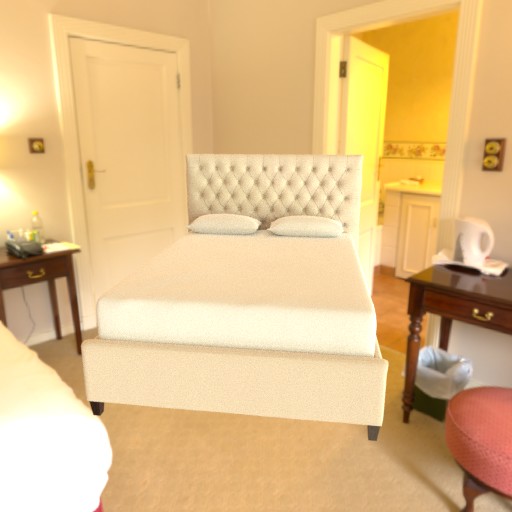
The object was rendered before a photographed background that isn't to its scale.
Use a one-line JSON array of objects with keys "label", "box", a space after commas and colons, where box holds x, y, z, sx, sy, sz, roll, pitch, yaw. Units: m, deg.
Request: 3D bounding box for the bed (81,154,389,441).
[{"label": "bed", "box": [0.000, 0.000, 3.348, 1.696, 1.426, 2.233, 2, 15, 8]}]
